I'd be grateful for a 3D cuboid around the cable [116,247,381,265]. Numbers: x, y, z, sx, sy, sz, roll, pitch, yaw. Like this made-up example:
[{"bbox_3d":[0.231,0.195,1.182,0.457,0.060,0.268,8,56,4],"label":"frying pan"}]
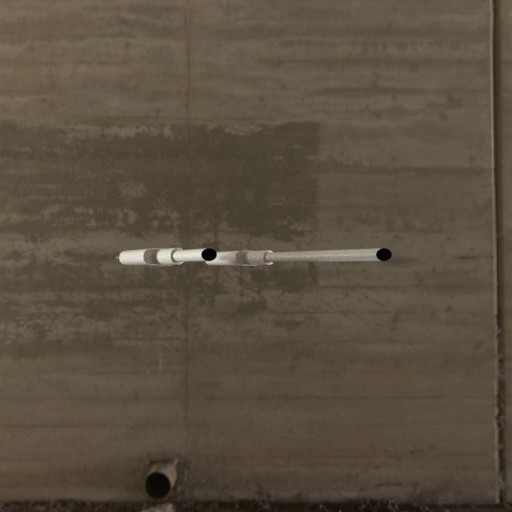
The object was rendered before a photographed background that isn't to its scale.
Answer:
[{"bbox_3d":[0.000,0.000,0.113,0.041,0.005,0.098,1,-2,-37],"label":"cable"}]
